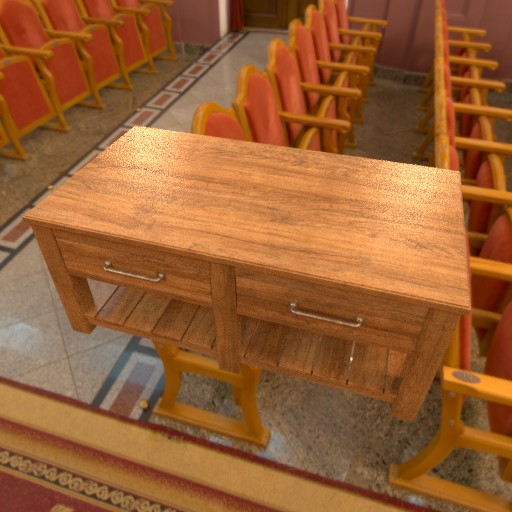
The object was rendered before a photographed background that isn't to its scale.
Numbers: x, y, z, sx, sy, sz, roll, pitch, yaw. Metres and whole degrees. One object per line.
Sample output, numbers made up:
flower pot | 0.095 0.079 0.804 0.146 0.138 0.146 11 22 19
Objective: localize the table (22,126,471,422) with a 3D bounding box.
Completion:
table | 0.000 0.000 1.448 1.150 0.480 0.635 11 41 13
